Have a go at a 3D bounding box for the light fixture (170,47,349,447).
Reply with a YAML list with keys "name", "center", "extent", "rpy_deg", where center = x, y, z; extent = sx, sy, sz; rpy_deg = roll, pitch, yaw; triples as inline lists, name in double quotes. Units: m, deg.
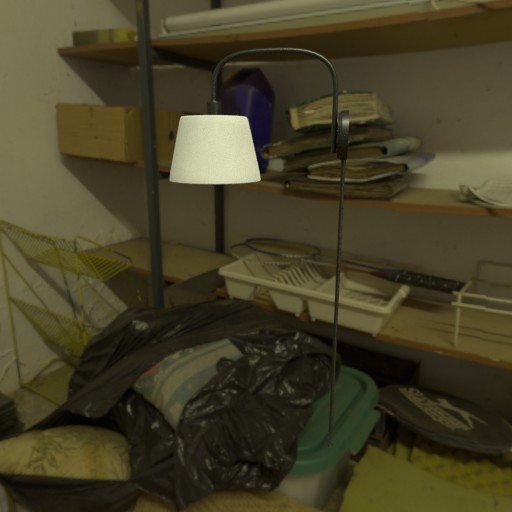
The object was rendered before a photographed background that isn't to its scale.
- name: "light fixture"
  center: [0.000, 0.000, 0.463]
  extent: [0.176, 0.399, 0.092]
  rpy_deg: [2, 14, 10]
